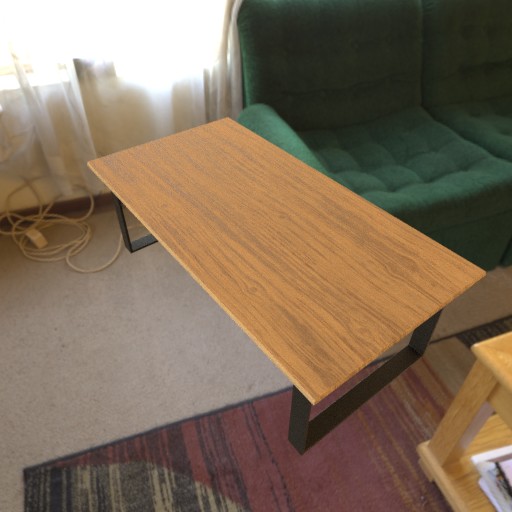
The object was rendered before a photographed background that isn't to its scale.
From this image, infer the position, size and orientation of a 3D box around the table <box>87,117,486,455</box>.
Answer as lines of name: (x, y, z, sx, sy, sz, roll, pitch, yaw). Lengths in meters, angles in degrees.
table: (0.000, 0.000, 1.686, 0.693, 0.445, 1.331, -27, 48, -27)
